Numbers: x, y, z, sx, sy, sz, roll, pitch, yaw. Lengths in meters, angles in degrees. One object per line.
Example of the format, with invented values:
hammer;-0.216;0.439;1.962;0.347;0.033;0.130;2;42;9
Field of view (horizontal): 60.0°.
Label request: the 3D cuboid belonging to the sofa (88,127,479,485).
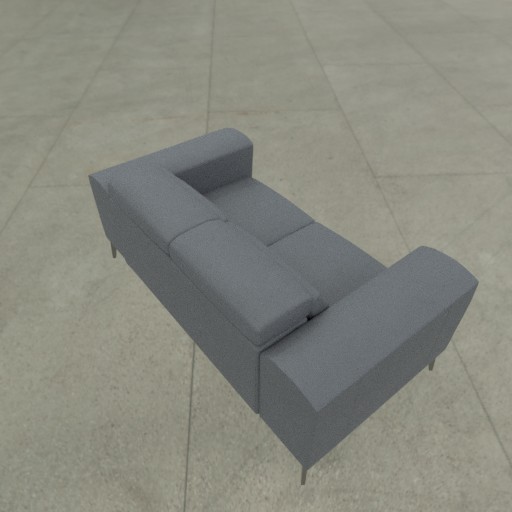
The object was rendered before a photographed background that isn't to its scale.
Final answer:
sofa;0.000;0.000;2.371;1.003;0.779;1.895;-28;49;-28
